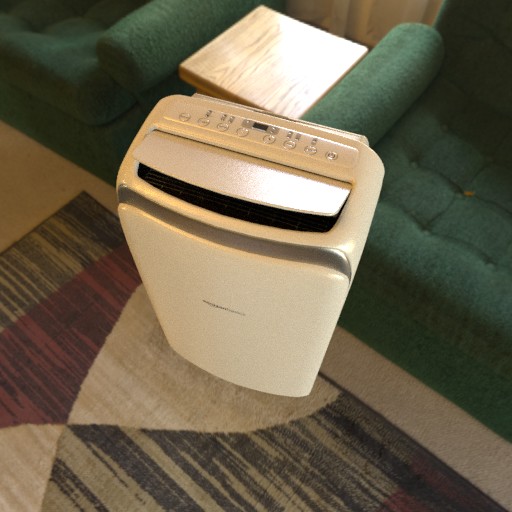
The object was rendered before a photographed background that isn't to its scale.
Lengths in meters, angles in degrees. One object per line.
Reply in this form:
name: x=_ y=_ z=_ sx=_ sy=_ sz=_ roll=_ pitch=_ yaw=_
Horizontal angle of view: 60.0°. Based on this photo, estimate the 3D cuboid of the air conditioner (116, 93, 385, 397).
air conditioner: x=0.000 y=0.000 z=1.057 sx=0.449 sy=0.786 sz=0.414 roll=18 pitch=60 yaw=11
